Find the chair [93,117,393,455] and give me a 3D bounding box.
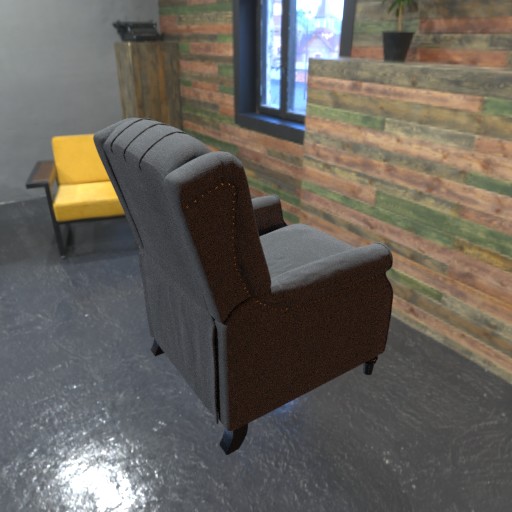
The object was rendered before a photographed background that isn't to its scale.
[{"bbox_3d":[0.000,0.000,1.663,0.898,1.035,0.742,-17,31,-30],"label":"chair"}]
